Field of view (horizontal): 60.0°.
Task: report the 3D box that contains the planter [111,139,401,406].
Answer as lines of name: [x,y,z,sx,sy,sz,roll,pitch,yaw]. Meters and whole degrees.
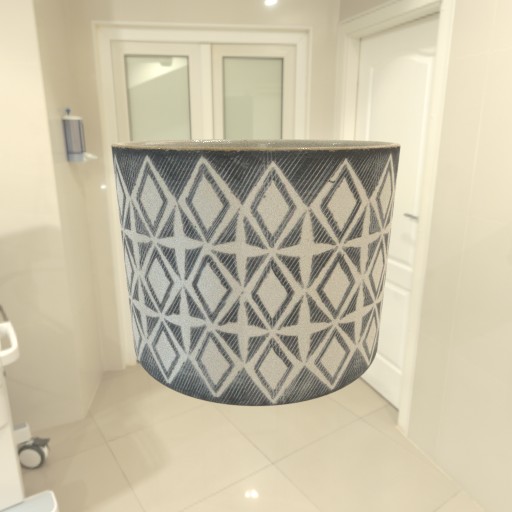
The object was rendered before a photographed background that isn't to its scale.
planter: [0.000,0.000,0.331,0.192,0.165,0.192,0,16,0]
